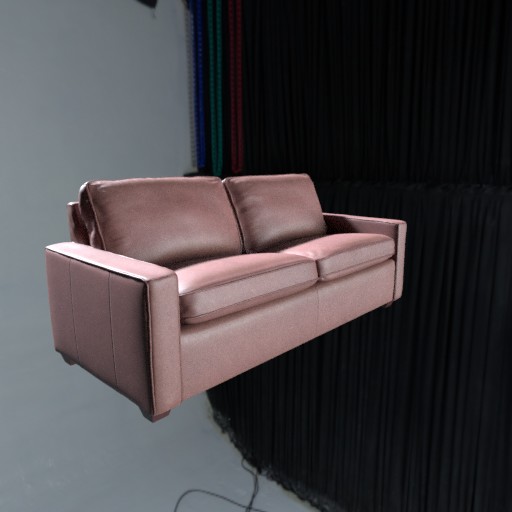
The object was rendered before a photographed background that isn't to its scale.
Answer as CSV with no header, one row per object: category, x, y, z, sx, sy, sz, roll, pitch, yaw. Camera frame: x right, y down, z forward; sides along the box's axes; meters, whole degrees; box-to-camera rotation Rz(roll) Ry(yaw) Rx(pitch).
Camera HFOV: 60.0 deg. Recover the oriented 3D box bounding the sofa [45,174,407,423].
sofa,0.000,0.000,2.591,0.940,0.919,2.080,11,17,42
